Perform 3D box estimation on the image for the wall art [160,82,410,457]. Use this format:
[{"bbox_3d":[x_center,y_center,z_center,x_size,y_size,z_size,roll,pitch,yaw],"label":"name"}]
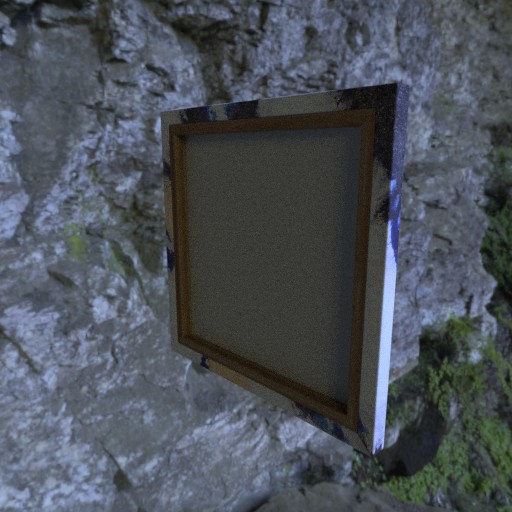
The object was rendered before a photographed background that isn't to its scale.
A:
[{"bbox_3d":[0.000,0.000,0.917,0.039,0.609,0.609,-12,18,-43],"label":"wall art"}]
